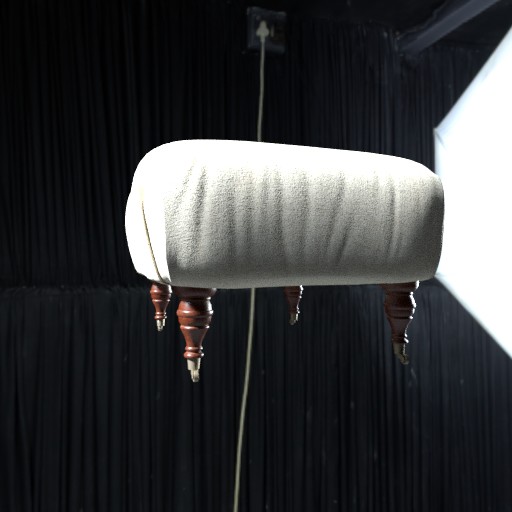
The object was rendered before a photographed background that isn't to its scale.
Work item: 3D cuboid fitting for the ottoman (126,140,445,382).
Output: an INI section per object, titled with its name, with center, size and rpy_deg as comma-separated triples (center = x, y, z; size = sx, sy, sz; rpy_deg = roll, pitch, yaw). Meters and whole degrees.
[ottoman]
center = 0.000, 0.000, 1.127
size = 0.622, 0.450, 0.747
rpy_deg = 0, -1, -18
